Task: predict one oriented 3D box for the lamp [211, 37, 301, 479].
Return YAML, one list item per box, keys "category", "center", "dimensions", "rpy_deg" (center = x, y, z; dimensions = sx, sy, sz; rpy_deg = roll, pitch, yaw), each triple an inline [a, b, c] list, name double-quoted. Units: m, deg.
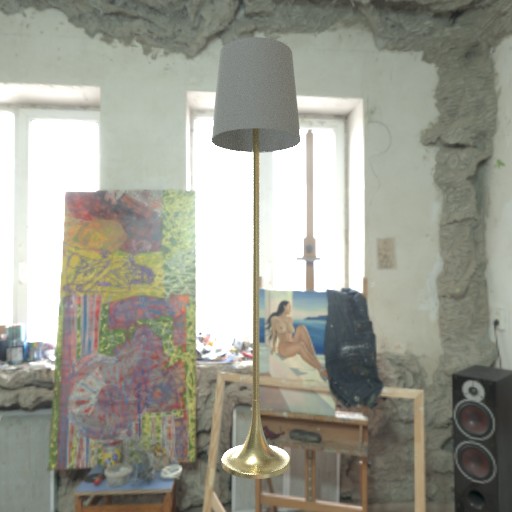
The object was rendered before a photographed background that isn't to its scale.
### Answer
- category: "lamp"
  center: [0.000, 0.000, 1.671]
  dimensions: [0.337, 1.543, 0.337]
  rpy_deg: [0, -1, 0]
